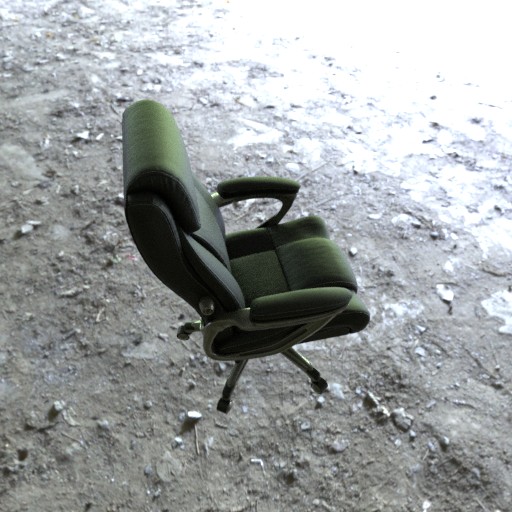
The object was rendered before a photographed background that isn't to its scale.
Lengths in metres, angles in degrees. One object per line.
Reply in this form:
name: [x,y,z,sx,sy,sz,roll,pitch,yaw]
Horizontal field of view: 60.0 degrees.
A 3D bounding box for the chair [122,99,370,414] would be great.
chair: [0.000,0.000,1.680,0.784,1.167,0.741,-9,47,-9]
